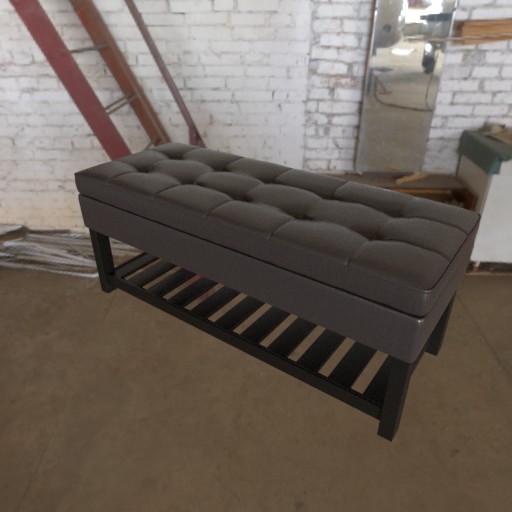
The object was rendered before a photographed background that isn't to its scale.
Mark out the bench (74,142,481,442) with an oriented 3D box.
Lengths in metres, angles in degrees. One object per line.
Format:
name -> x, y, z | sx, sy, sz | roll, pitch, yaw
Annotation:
bench -> 0.000, 0.000, 1.343 | 1.105, 0.460, 0.432 | 20, 36, 30
